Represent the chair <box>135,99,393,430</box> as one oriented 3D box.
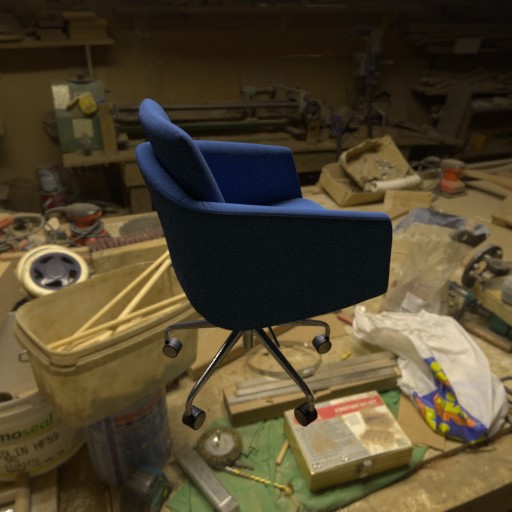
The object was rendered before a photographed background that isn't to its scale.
[{"bbox_3d":[0.000,0.000,1.371,0.635,0.908,0.641,-10,30,-18],"label":"chair"}]
